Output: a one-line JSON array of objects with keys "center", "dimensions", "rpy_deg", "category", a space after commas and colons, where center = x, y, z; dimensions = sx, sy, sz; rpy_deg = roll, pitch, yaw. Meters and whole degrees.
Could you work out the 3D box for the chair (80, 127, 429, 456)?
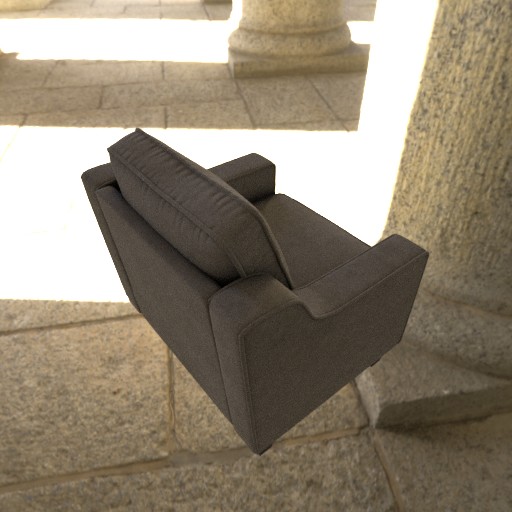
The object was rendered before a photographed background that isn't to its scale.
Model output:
[{"center": [0.000, 0.000, 1.646], "dimensions": [0.840, 0.944, 0.926], "rpy_deg": [-27, 47, -29], "category": "chair"}]
